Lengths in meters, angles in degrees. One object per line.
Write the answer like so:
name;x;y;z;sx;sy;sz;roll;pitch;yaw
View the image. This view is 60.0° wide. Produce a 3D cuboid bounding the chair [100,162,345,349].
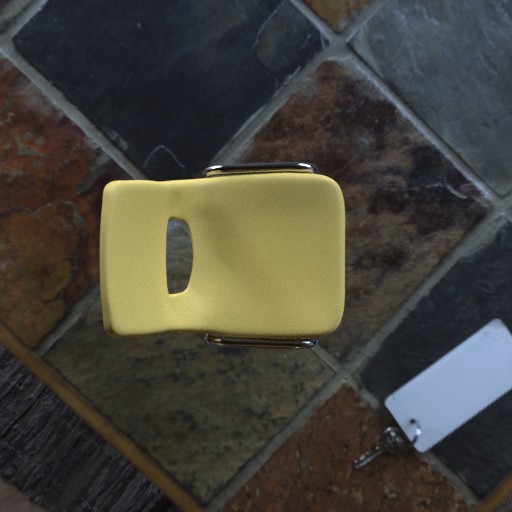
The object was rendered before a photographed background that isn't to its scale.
chair;0.000;0.000;0.922;0.436;0.653;0.381;0;91;-1
